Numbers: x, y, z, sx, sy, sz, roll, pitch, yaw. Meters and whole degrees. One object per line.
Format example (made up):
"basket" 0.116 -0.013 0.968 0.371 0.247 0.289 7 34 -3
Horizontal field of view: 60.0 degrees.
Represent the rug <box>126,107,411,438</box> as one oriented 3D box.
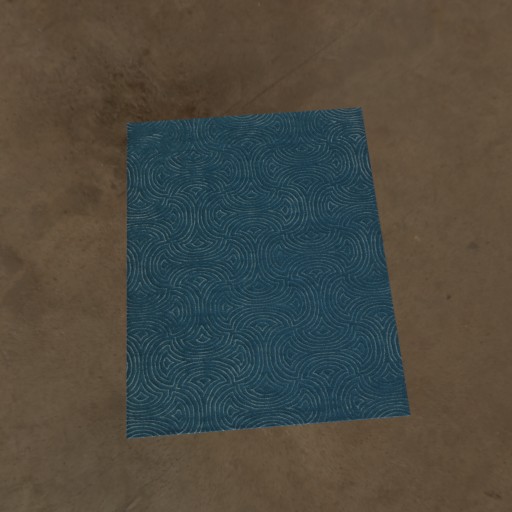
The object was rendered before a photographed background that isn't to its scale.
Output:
"rug" 0.000 0.000 4.179 2.432 0.012 3.033 -4 74 -1
